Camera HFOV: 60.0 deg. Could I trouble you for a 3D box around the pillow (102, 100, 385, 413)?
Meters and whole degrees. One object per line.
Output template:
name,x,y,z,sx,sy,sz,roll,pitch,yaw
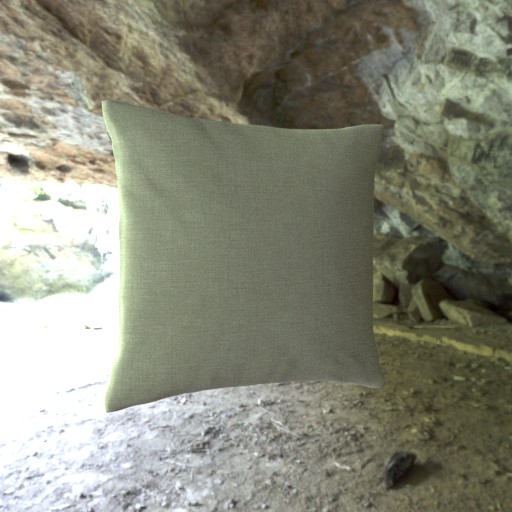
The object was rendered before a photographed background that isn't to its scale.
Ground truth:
pillow,0.000,0.000,0.785,0.517,0.508,0.158,0,0,-16
